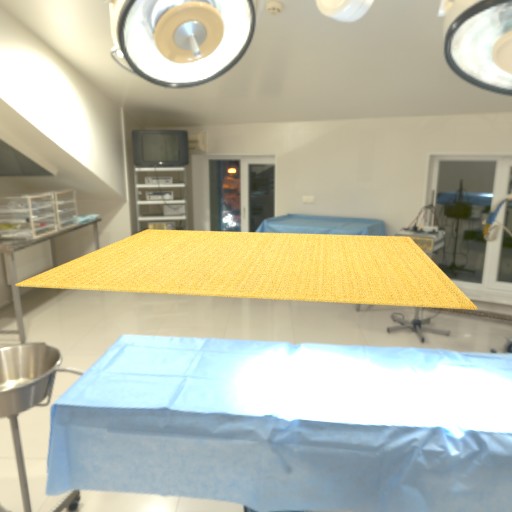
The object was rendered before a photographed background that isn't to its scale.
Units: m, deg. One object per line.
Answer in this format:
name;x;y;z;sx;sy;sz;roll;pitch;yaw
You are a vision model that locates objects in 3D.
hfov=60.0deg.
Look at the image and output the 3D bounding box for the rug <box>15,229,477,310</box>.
rug;0.000;0.000;4.255;3.242;0.015;2.486;2;13;9
